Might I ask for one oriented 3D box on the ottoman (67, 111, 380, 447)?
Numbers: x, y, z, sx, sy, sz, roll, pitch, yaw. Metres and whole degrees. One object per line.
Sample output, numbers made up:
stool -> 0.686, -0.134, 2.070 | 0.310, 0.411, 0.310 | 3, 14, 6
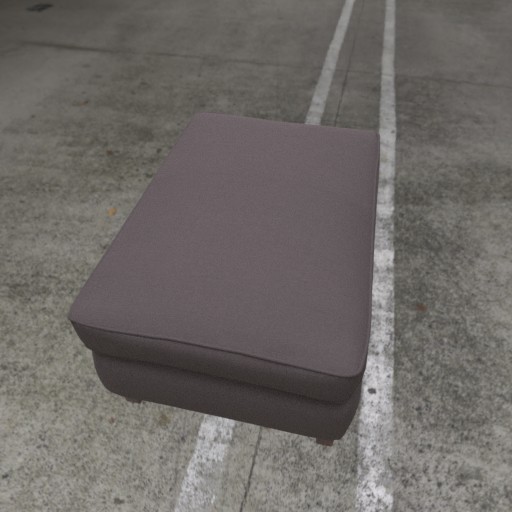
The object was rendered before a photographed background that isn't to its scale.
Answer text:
ottoman -> 0.000, 0.000, 0.981 | 0.508, 0.406, 0.686 | 9, 47, 9
